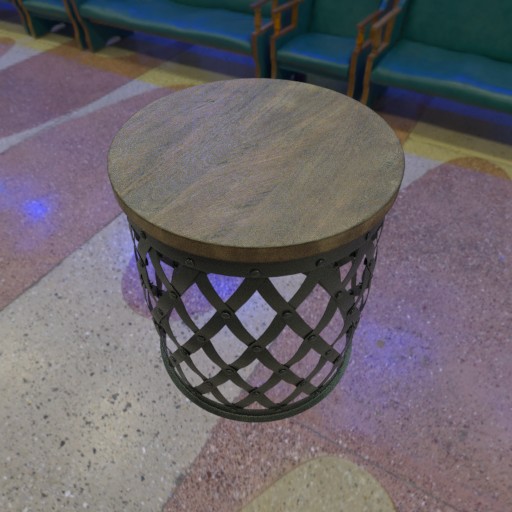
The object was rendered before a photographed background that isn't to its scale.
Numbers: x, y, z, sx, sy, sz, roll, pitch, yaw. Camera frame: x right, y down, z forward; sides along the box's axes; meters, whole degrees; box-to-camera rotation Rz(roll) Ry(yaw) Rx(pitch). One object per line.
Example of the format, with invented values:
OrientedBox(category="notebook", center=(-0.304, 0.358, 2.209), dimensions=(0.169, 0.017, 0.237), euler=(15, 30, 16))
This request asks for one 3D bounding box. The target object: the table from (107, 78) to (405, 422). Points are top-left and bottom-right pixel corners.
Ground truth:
OrientedBox(category="table", center=(0.000, 0.000, 0.780), dimensions=(0.405, 0.454, 0.405), euler=(0, 47, 0))
